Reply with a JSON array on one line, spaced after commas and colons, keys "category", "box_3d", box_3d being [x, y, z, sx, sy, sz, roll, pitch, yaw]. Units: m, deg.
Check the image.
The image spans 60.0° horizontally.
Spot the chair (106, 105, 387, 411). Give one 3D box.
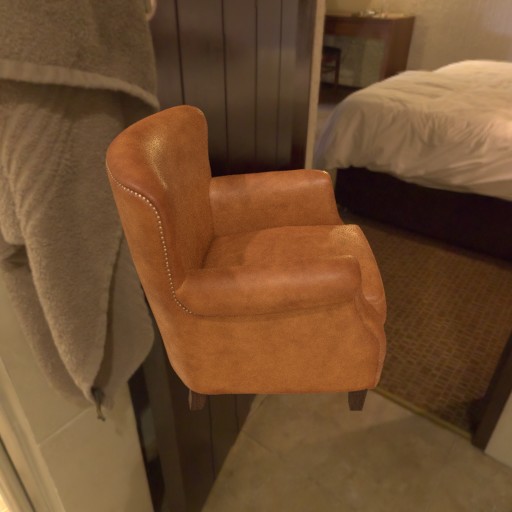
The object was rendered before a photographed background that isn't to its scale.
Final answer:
[{"category": "chair", "box_3d": [0.000, 0.000, 1.658, 0.921, 0.936, 0.861, 0, 32, 1]}]
